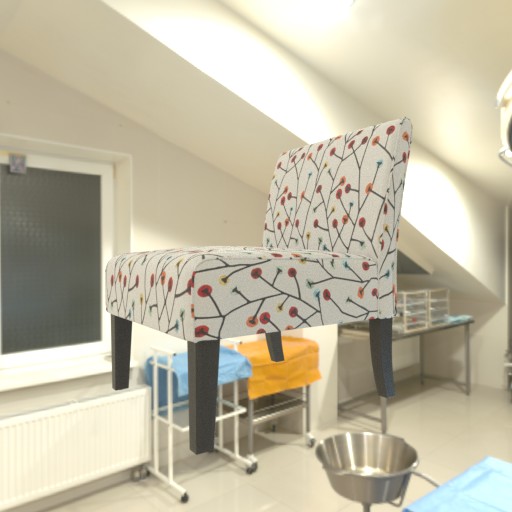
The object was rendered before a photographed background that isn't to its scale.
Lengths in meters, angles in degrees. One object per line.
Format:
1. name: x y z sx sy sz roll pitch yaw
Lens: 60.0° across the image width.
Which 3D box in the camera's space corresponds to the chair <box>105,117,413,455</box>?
1. chair: 0.000 0.000 1.327 0.732 0.813 0.597 0 0 -35
